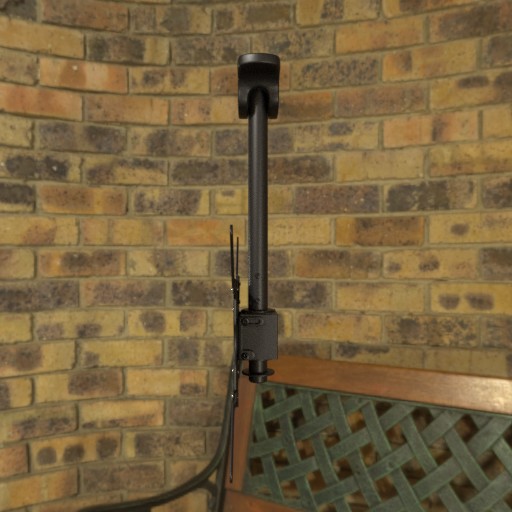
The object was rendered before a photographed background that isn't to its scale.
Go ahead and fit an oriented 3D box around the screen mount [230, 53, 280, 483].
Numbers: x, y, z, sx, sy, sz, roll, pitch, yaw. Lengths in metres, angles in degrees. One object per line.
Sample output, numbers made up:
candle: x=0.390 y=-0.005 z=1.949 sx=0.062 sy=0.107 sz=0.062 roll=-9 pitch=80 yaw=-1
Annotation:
screen mount: x=0.000 y=0.000 z=0.897 sx=0.090 sy=0.729 sz=0.393 roll=0 pitch=-1 yaw=-1
